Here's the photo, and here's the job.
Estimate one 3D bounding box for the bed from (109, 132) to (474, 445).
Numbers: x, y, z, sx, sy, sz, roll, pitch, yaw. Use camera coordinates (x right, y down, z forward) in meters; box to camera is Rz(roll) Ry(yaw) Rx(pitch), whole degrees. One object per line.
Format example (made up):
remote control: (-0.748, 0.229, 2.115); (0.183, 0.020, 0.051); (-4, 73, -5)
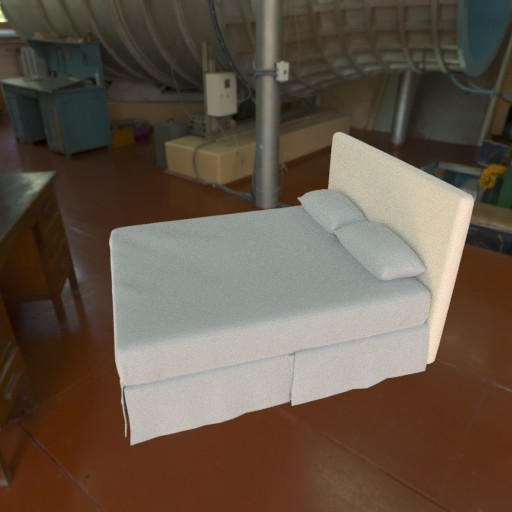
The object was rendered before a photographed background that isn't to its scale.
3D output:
bed: (0.000, 0.000, 3.263); (2.142, 1.330, 1.748); (-8, 30, -15)
